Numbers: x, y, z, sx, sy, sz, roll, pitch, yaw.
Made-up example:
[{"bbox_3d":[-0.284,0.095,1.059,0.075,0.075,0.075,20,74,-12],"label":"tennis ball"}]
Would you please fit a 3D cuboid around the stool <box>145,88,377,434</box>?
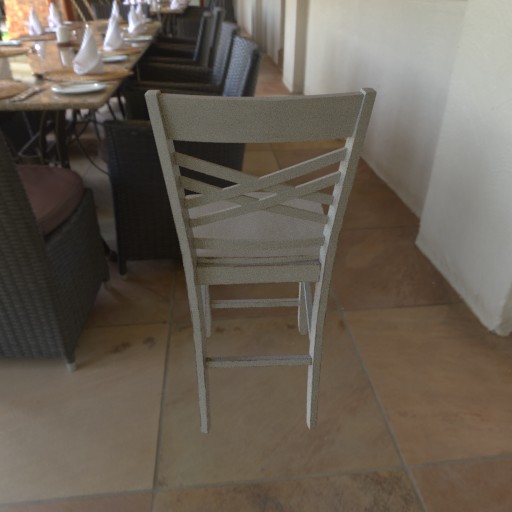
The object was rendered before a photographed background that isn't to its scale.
[{"bbox_3d":[0.000,0.000,1.376,0.462,1.079,0.539,-1,31,-2],"label":"stool"}]
